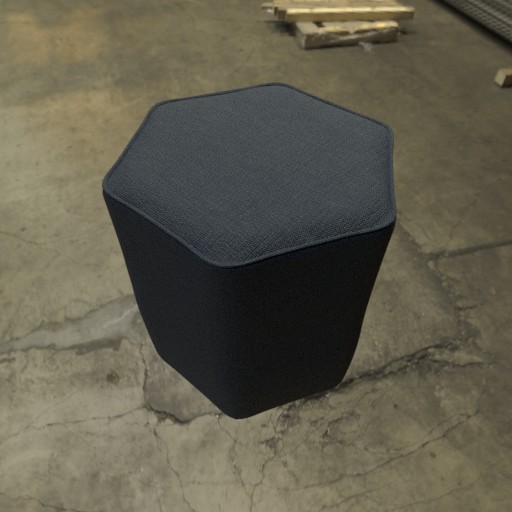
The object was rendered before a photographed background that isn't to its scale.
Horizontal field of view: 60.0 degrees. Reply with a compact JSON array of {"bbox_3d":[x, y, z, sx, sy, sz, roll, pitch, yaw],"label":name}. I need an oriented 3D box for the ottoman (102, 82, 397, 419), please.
[{"bbox_3d":[0.000,0.000,0.885,0.492,0.505,0.454,-12,49,-10],"label":"ottoman"}]
